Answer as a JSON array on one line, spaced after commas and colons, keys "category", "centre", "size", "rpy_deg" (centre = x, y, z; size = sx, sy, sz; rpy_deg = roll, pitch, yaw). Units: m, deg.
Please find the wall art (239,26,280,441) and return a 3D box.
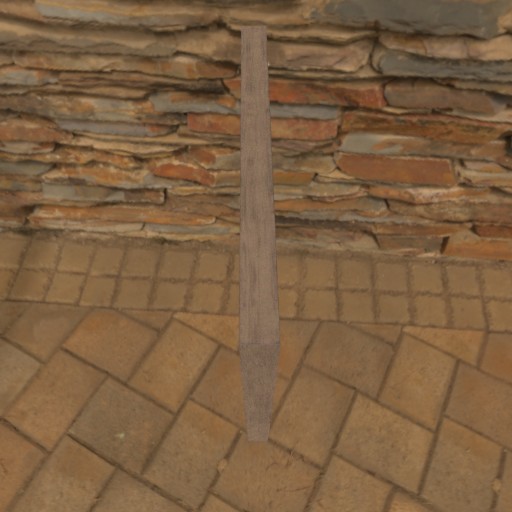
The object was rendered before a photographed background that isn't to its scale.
[{"category": "wall art", "centre": [0.000, 0.000, 0.755], "size": [0.038, 0.508, 0.508], "rpy_deg": [-1, 58, 0]}]
